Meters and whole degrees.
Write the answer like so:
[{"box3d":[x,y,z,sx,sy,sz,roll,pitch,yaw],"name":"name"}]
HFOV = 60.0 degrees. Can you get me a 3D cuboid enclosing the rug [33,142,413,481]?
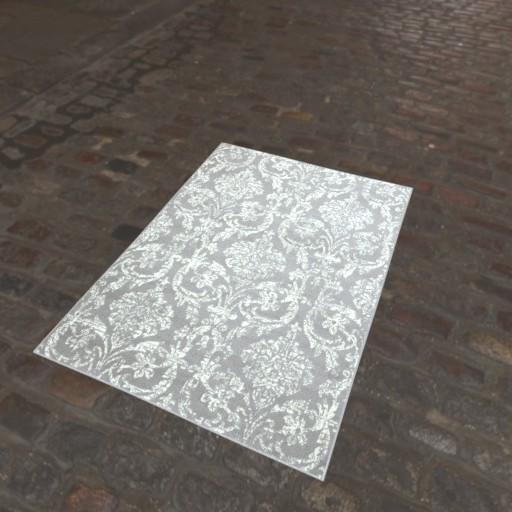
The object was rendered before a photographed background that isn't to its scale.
[{"box3d":[0.000,0.000,2.792,1.578,0.014,2.206,17,48,16],"name":"rug"}]
